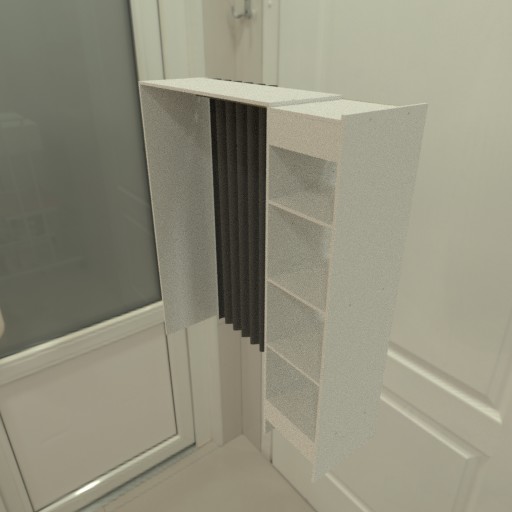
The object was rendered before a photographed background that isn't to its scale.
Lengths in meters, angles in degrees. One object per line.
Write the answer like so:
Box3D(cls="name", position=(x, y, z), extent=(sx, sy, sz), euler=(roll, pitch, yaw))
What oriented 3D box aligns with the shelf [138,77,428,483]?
Box3D(cls="shelf", position=(0.000, 0.000, 2.562), extent=(0.500, 1.810, 1.600), euler=(-19, 32, -33))
